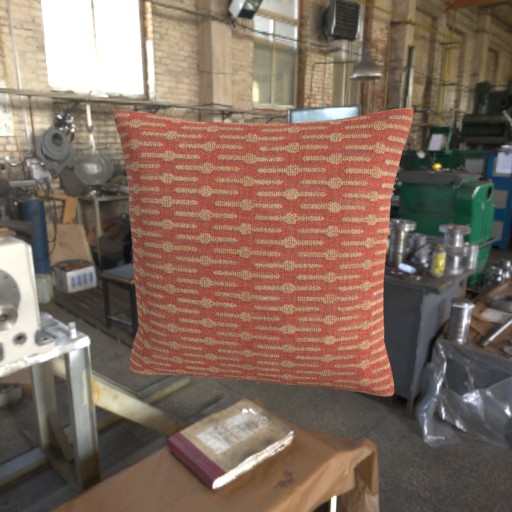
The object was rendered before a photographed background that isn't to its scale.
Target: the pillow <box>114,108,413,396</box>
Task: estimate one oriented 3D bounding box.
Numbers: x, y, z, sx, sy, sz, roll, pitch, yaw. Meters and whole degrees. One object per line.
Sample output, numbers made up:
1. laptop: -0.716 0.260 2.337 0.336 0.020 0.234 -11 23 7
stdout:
1. pillow: 0.000 0.000 0.794 0.511 0.503 0.182 2 14 9
